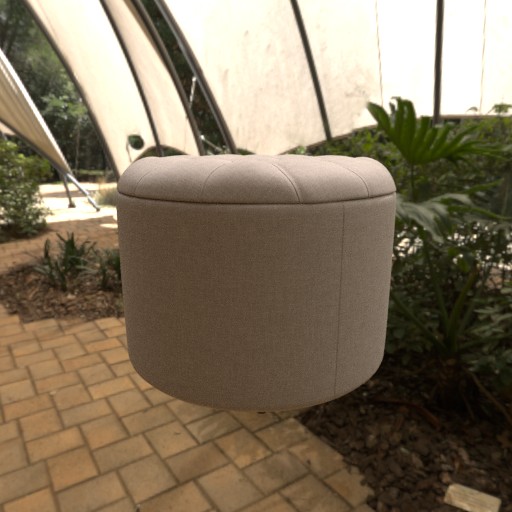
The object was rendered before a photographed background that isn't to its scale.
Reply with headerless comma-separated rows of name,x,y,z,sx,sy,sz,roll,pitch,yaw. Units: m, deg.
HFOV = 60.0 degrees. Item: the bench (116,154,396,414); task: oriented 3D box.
bench,0.000,0.000,1.024,0.600,0.453,0.600,0,14,0
